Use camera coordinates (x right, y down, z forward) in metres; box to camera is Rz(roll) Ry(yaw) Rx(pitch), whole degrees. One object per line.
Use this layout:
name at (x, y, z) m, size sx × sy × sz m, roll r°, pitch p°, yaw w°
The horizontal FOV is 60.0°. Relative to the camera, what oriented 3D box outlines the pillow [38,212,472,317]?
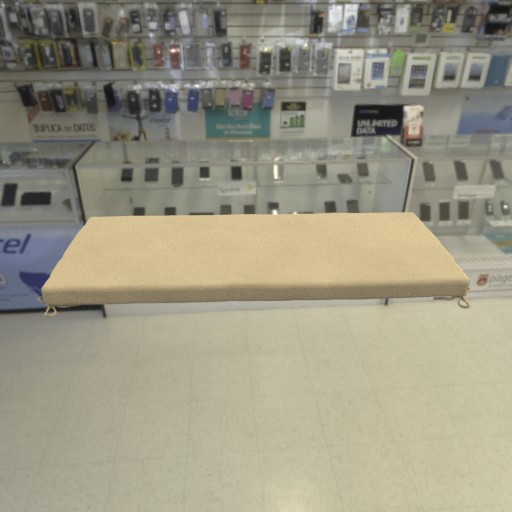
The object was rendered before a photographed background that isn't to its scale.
pillow at (0.000, 0.000, 1.359) m, size 1.187 × 0.081 × 0.492 m, roll -1°, pitch 30°, yaw -2°
